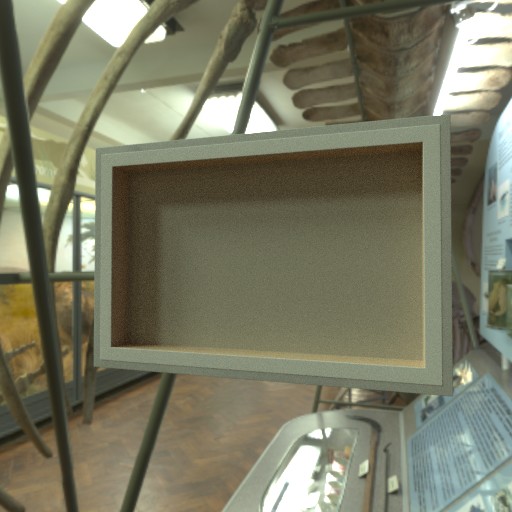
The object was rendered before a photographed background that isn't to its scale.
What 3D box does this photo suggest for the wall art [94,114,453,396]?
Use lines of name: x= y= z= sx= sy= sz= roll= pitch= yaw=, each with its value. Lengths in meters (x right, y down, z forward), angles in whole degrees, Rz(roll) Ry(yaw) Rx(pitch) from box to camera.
wall art: x=0.000 y=0.000 z=0.474 sx=0.381 sy=0.254 sz=0.038 roll=0 pitch=-1 yaw=18
